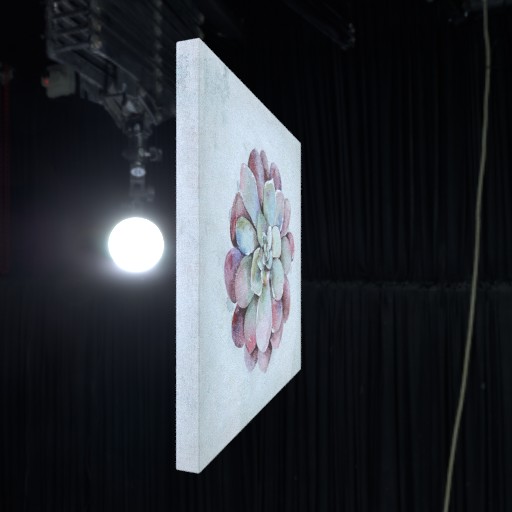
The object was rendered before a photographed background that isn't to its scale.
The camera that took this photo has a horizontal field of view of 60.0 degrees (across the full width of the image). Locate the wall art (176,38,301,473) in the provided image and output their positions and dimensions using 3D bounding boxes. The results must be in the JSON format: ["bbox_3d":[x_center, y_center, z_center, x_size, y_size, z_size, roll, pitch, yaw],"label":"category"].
[{"bbox_3d":[0.000,0.000,0.908,0.044,0.605,0.605,0,0,19],"label":"wall art"}]
